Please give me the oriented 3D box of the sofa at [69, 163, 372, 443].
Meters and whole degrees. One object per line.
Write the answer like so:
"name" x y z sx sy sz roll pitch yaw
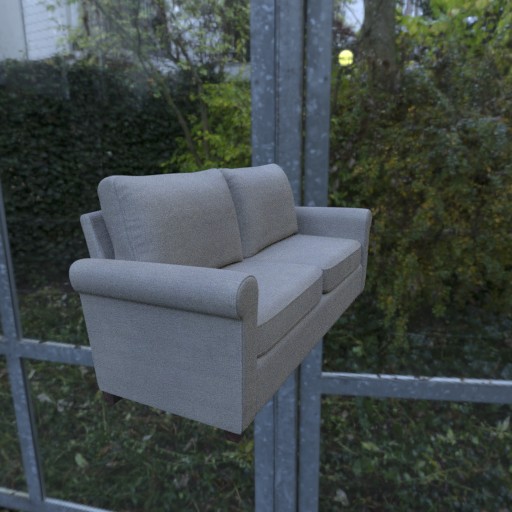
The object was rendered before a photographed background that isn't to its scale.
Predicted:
"sofa" 0.000 0.000 2.443 0.842 0.942 1.935 7 15 26
